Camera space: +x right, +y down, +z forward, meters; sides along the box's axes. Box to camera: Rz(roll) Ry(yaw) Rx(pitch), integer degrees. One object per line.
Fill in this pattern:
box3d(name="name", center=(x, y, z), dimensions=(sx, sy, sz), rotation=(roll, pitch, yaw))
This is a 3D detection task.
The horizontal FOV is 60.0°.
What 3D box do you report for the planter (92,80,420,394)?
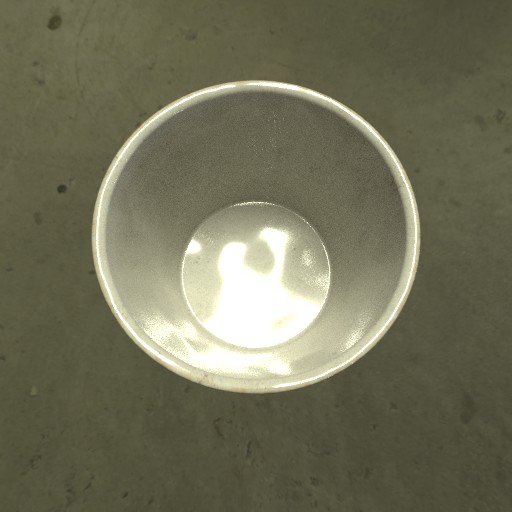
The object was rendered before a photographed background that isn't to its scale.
box3d(name="planter", center=(0.000, 0.000, 0.221), dimensions=(0.126, 0.104, 0.126), rotation=(0, 75, 0))
